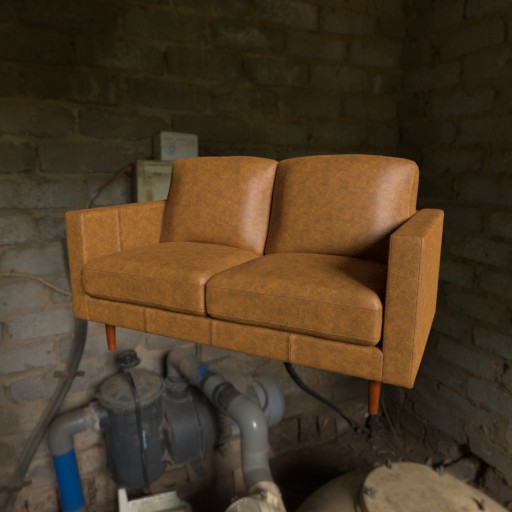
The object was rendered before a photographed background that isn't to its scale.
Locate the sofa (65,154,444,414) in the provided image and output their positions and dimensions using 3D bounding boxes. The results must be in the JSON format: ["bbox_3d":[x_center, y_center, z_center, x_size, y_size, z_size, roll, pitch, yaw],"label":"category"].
[{"bbox_3d":[0.000,0.000,2.121,1.578,0.951,0.909,6,13,26],"label":"sofa"}]
